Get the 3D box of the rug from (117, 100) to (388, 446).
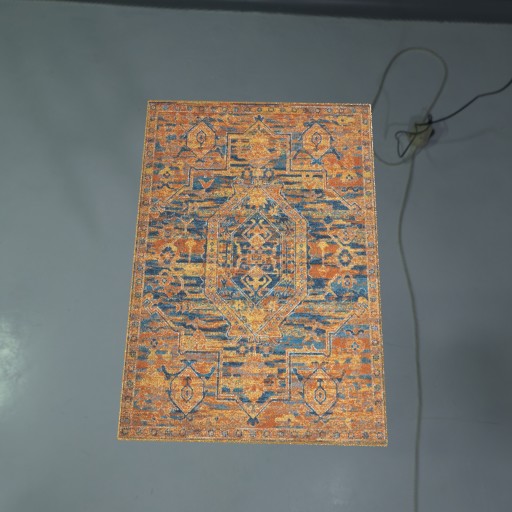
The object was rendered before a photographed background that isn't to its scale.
[{"bbox_3d":[0.000,0.000,3.706,2.043,0.019,2.916,1,76,0],"label":"rug"}]
